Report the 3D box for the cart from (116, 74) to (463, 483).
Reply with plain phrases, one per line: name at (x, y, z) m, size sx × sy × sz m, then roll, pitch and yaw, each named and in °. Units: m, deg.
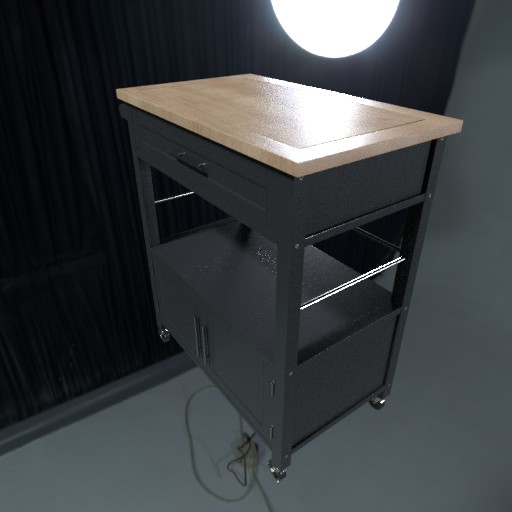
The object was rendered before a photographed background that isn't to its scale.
cart at (0.000, 0.000, 1.330) m, size 0.459 × 0.901 × 0.840 m, roll -21°, pitch 36°, yaw -31°
